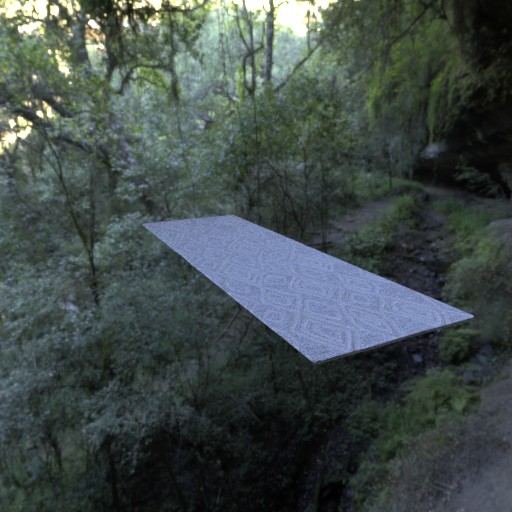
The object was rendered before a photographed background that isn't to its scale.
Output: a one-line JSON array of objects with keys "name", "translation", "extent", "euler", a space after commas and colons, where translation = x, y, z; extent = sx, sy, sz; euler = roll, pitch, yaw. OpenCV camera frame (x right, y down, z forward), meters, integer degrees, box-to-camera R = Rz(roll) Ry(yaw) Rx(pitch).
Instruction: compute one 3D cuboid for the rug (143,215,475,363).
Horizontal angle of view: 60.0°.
[{"name": "rug", "translation": [0.000, 0.000, 2.687], "extent": [0.807, 0.013, 2.436], "euler": [-8, 18, -26]}]
